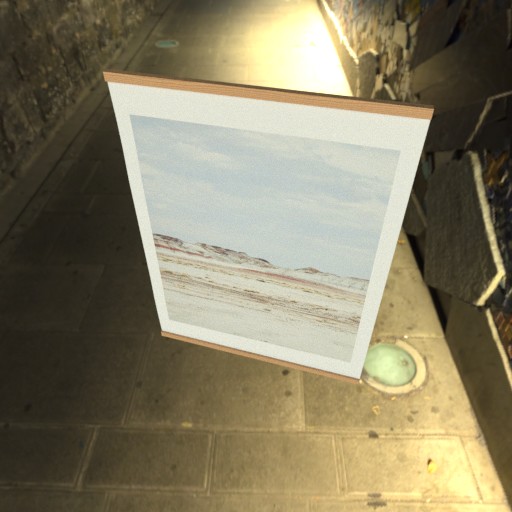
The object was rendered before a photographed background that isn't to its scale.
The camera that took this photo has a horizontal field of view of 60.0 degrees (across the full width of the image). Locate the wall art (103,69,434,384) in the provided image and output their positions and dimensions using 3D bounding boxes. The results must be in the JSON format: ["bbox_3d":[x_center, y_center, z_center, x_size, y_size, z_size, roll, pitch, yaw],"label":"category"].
[{"bbox_3d":[0.000,0.000,0.796,0.458,0.605,0.011,11,43,12],"label":"wall art"}]
